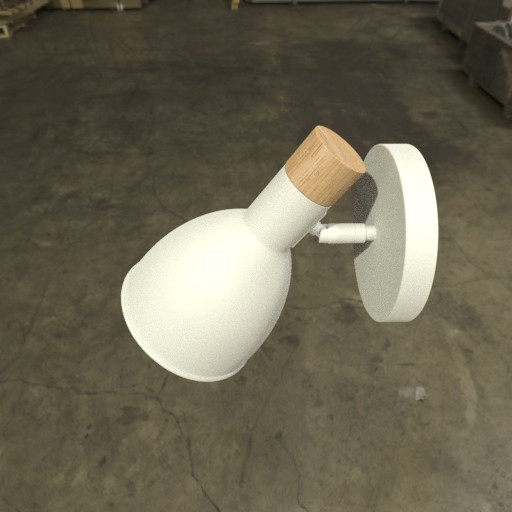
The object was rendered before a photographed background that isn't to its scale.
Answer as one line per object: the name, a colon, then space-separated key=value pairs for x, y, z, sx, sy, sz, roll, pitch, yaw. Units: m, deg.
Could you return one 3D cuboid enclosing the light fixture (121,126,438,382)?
light fixture: x=0.000 y=0.000 z=0.330 sx=0.209 sy=0.199 sz=0.127 roll=-1 pitch=42 yaw=-1
